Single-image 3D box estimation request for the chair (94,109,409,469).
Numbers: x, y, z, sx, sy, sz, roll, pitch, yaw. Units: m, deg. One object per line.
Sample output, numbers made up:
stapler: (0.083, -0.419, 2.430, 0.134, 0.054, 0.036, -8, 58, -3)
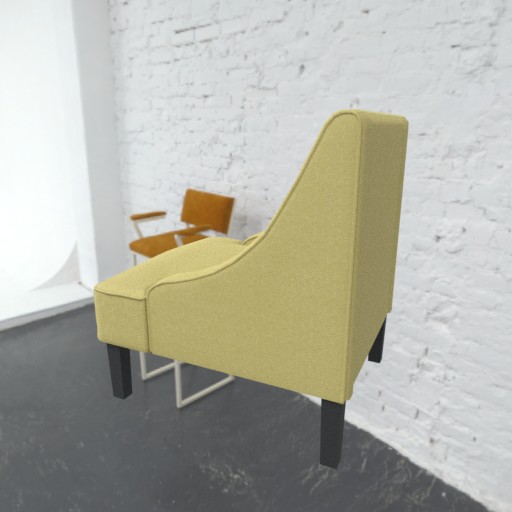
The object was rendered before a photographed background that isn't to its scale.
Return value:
chair: (0.000, 0.000, 1.470, 0.814, 0.896, 0.696, 8, 18, 24)
